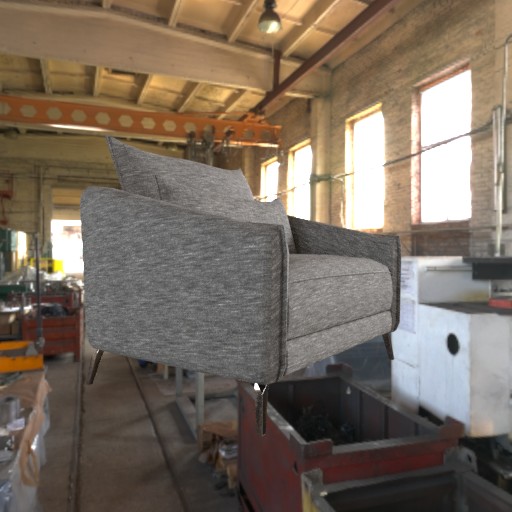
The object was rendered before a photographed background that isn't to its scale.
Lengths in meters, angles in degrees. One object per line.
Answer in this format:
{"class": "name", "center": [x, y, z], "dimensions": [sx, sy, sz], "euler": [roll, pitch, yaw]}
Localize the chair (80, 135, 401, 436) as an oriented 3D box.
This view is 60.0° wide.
{"class": "chair", "center": [0.000, 0.000, 1.637], "dimensions": [0.805, 0.842, 1.004], "euler": [0, 0, 36]}
